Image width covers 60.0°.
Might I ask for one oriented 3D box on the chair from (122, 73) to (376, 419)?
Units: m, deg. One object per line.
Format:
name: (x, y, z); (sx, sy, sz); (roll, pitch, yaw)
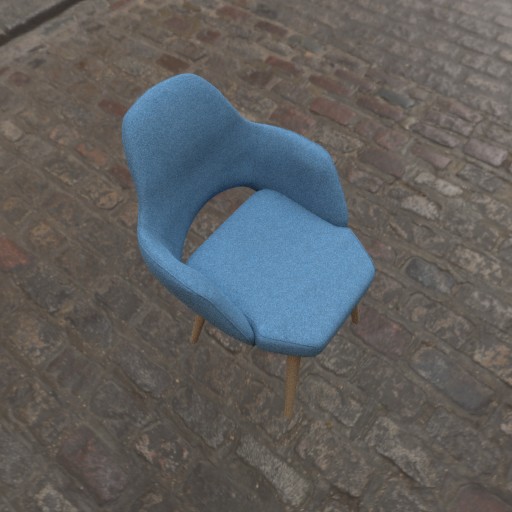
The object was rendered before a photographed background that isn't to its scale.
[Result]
chair: (0.000, 0.000, 1.357); (0.666, 0.920, 0.589); (34, 64, 19)
